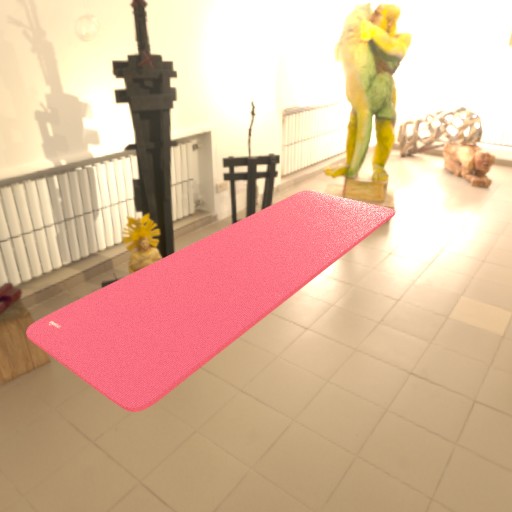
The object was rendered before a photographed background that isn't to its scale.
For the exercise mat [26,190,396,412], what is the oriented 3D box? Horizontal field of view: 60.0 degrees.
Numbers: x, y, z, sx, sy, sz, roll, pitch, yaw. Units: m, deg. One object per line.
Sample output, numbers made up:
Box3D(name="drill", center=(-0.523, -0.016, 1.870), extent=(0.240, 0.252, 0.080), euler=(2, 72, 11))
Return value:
Box3D(name="exercise mat", center=(0.000, 0.000, 2.017), extent=(0.616, 0.021, 1.884), euler=(19, 33, 32))
